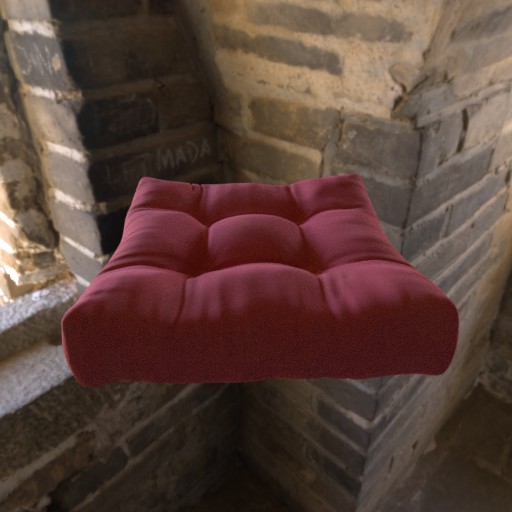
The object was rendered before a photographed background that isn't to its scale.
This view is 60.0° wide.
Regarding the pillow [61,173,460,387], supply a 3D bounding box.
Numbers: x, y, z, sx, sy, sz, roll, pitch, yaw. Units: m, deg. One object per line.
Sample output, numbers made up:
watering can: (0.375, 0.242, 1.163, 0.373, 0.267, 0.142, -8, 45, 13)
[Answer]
pillow: (0.000, 0.000, 0.711, 0.468, 0.128, 0.490, -1, 28, -2)
